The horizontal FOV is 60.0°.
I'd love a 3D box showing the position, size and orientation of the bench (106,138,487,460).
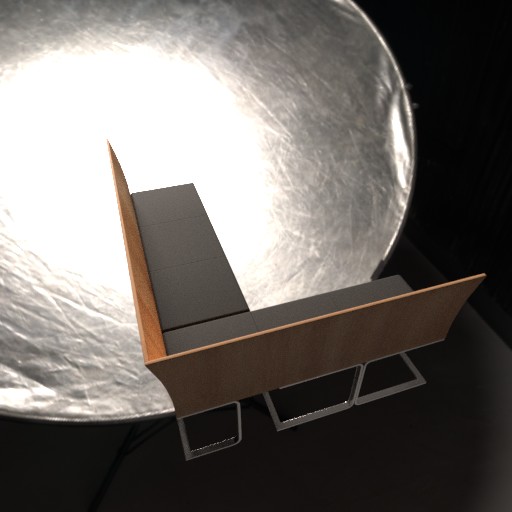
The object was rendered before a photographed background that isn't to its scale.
[{"bbox_3d":[0.000,0.000,2.776,1.495,0.930,1.945,-12,42,-14],"label":"bench"}]
